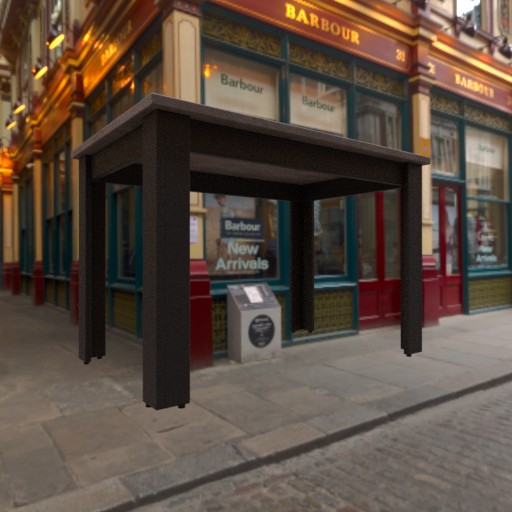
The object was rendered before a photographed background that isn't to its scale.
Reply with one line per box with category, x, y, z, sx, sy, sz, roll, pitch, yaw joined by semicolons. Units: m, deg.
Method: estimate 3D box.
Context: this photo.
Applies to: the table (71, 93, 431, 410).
table;0.000;0.000;1.603;1.100;0.734;0.700;0;0;-37
